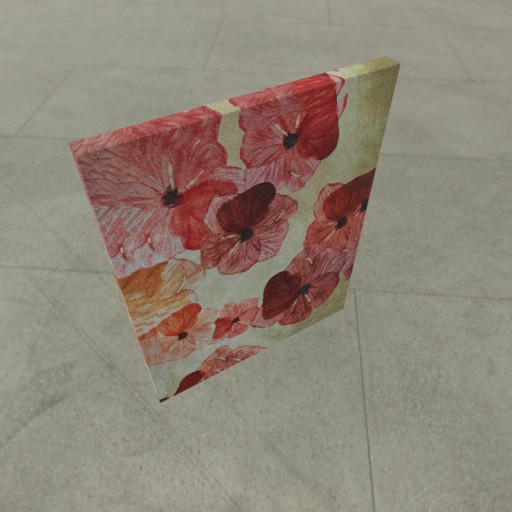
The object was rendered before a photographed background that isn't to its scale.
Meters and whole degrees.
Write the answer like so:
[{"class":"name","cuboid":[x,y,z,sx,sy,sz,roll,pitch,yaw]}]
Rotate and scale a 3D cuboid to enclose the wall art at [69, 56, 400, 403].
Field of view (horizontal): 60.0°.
[{"class":"wall art","cuboid":[0.000,0.000,0.676,0.406,0.508,0.028,-23,50,-21]}]
